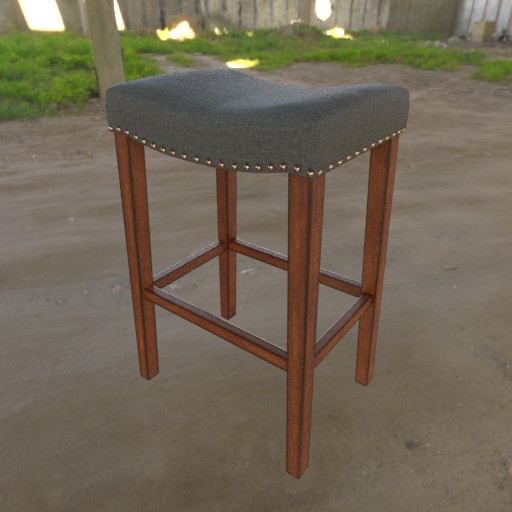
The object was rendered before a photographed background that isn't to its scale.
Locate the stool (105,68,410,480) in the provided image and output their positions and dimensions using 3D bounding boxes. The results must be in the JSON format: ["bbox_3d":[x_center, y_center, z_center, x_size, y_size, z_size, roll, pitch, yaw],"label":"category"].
[{"bbox_3d":[0.000,0.000,1.005,0.502,0.748,0.366,20,35,32],"label":"stool"}]
